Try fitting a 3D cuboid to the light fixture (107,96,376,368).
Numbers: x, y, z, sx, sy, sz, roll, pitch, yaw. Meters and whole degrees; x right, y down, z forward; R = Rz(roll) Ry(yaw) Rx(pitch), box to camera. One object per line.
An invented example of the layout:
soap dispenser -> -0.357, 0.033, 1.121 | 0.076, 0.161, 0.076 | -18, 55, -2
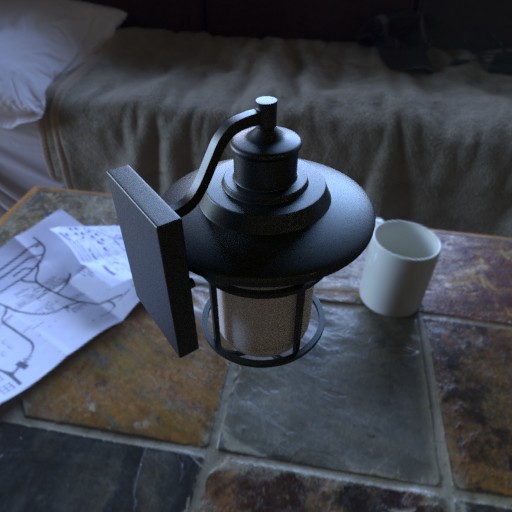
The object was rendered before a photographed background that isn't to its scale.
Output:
light fixture -> 0.000, 0.000, 0.494 | 0.252, 0.345, 0.222 | -24, 45, -26
